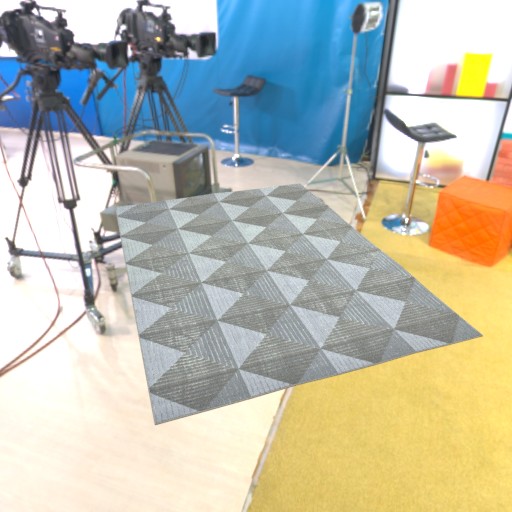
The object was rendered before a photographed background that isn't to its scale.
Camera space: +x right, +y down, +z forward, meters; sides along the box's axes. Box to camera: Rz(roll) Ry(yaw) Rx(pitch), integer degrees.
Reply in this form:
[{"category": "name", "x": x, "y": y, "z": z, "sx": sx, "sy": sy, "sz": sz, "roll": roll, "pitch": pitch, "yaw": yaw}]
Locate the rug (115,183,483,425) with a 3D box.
[{"category": "rug", "x": 0.000, "y": 0.000, "z": 4.314, "sx": 2.428, "sy": 0.027, "sz": 3.333, "roll": -10, "pitch": 32, "yaw": -17}]
